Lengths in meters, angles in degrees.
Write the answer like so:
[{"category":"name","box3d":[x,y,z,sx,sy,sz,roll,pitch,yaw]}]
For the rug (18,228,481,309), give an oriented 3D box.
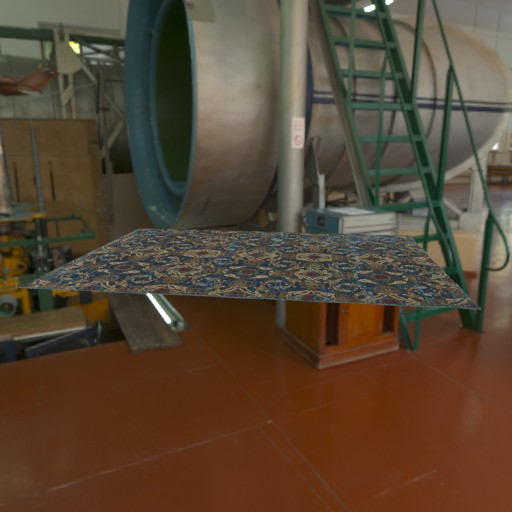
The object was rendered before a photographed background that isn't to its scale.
[{"category":"rug","box3d":[0.000,0.000,4.234,3.291,0.013,2.337,2,15,8]}]
